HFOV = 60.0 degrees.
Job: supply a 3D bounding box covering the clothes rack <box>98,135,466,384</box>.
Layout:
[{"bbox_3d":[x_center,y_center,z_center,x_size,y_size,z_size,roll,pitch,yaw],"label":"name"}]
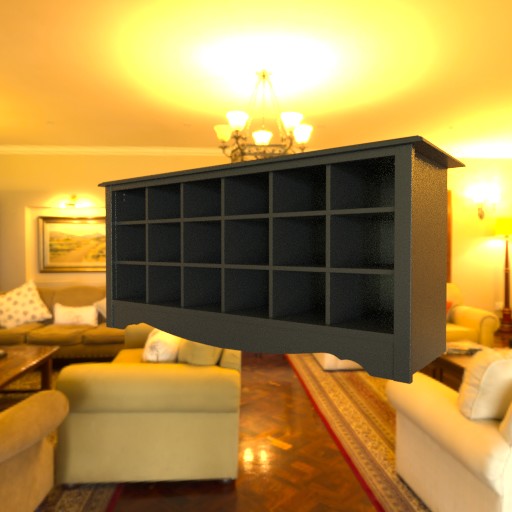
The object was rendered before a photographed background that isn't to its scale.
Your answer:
[{"bbox_3d":[0.000,0.000,1.496,1.219,0.556,0.406,1,2,37],"label":"clothes rack"}]
